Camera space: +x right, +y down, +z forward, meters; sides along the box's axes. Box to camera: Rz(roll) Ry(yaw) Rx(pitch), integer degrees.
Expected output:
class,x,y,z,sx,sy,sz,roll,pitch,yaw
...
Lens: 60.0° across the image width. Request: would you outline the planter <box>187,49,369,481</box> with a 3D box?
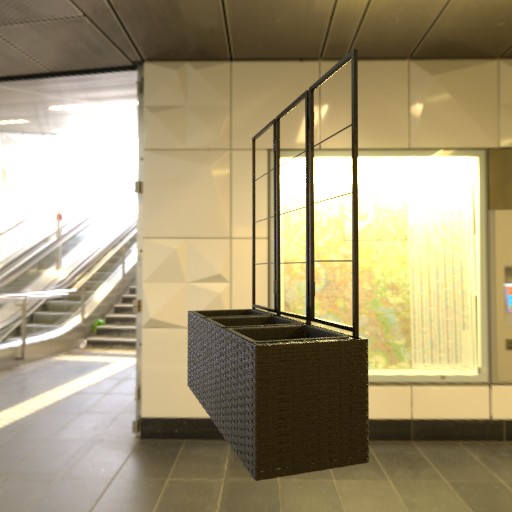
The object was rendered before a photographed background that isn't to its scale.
class,x,y,z,sx,sy,sz,roll,pitch,yaw
planter,0.000,0.000,1.184,0.244,0.841,0.698,1,-2,-19
